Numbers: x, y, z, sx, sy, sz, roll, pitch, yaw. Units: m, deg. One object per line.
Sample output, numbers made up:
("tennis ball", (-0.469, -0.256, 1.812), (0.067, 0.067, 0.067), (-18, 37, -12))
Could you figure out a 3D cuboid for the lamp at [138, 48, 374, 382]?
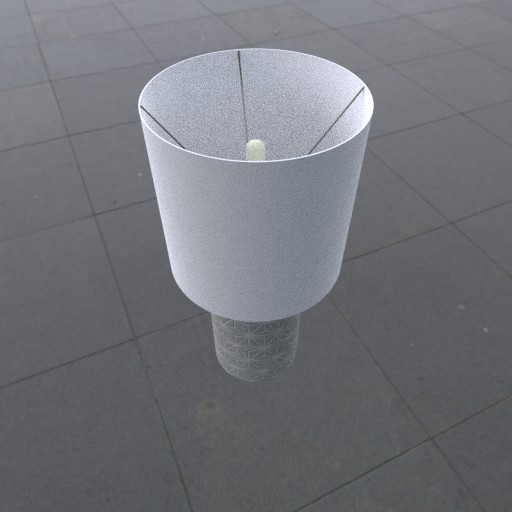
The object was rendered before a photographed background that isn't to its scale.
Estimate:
("lamp", (0.000, 0.000, 0.545), (0.206, 0.416, 0.206), (-7, 47, -7))
